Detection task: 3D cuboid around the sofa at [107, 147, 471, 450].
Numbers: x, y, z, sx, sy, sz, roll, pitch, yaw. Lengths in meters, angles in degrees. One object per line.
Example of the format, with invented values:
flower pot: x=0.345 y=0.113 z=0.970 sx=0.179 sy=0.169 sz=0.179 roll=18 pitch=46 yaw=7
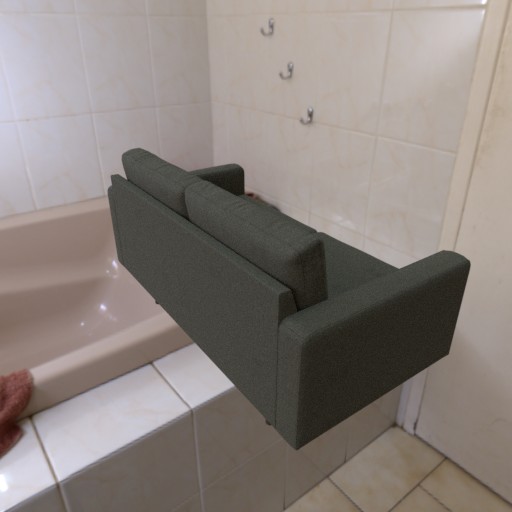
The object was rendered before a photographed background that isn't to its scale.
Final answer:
sofa: x=0.000 y=0.000 z=2.234 sx=0.889 sy=0.897 sz=1.730 roll=-18 pitch=32 yaw=-31
